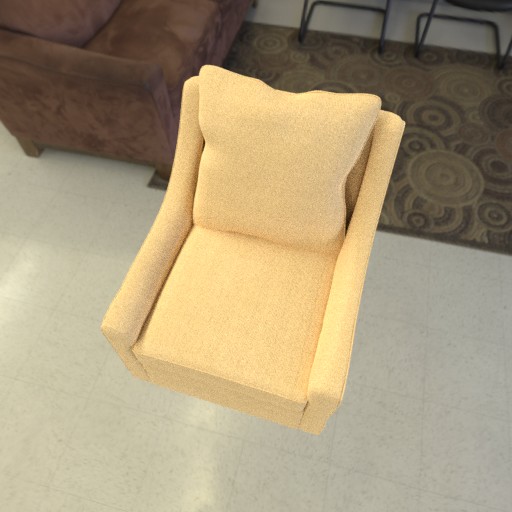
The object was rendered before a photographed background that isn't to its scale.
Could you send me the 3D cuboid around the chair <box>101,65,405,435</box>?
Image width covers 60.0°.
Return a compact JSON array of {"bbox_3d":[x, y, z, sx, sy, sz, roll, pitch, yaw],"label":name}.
[{"bbox_3d":[0.000,0.000,1.554,0.760,0.927,0.876,14,58,9],"label":"chair"}]
